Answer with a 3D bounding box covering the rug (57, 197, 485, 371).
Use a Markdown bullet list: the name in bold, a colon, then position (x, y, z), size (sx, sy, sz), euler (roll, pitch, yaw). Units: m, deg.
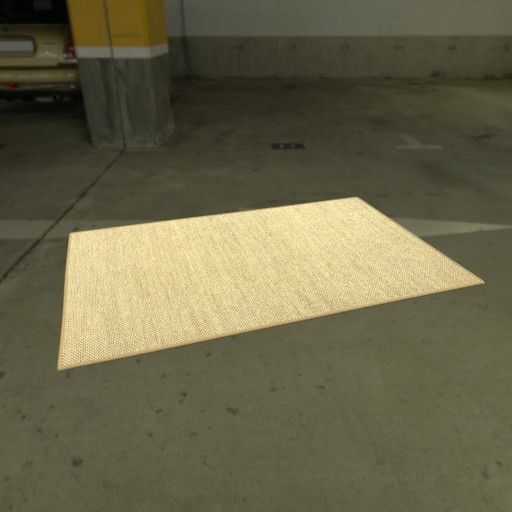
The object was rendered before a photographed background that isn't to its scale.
- **rug**: position (0.000, 0.000, 2.058), size (1.667, 0.013, 1.062), euler (-9, 29, -16)
